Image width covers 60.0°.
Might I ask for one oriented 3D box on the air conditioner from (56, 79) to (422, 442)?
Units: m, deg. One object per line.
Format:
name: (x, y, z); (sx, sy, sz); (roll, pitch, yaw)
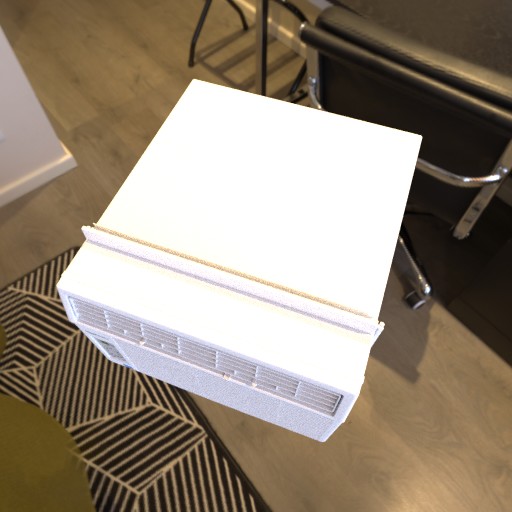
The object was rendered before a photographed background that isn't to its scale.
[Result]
air conditioner: (0.000, 0.000, 0.904); (0.503, 0.388, 0.546); (18, 61, 10)
